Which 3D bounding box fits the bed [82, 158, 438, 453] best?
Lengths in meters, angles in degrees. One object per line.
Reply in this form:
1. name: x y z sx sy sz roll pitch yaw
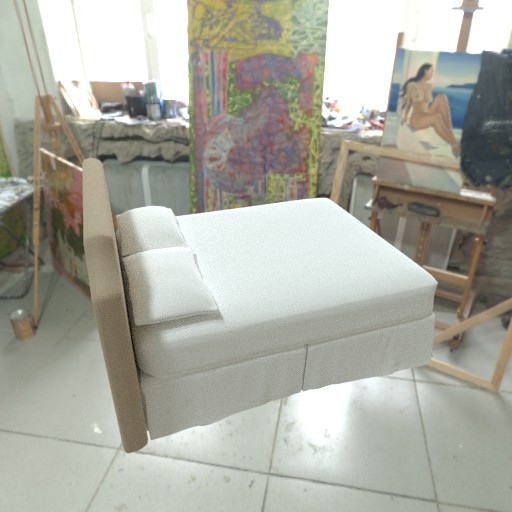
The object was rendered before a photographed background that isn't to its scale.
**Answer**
1. bed: 0.000 0.000 3.268 2.204 1.301 1.828 -10 30 -17
